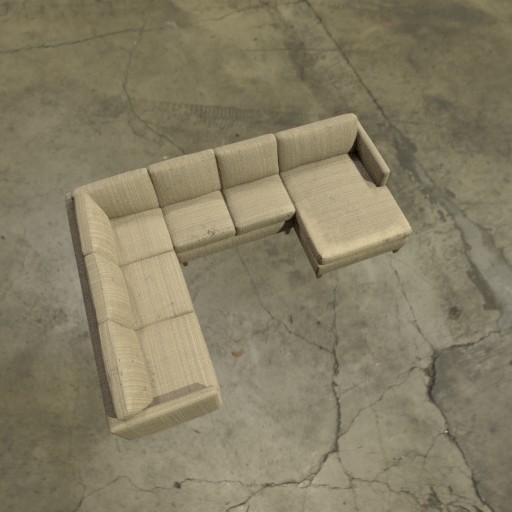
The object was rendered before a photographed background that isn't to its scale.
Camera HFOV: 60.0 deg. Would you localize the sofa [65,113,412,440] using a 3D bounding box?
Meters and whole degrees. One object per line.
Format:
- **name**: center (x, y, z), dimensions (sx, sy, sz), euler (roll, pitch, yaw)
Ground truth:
- **sofa**: center (0.000, 0.000, 4.653), dimensions (3.460, 0.961, 2.594), euler (-18, 63, -9)
